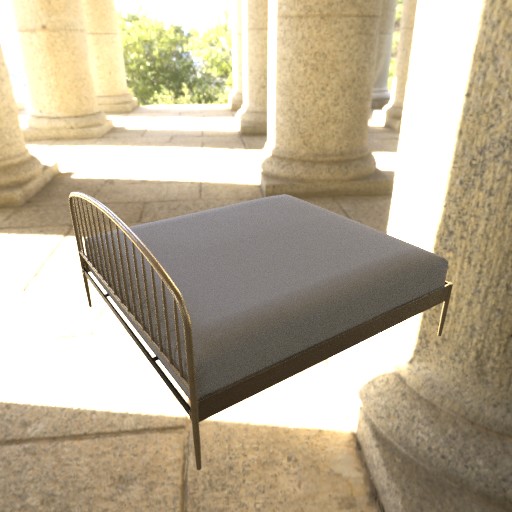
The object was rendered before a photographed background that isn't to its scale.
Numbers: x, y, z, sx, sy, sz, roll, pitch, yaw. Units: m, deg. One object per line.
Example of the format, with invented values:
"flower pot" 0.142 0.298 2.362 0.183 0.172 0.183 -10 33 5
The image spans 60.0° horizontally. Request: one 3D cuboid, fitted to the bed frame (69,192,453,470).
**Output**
"bed frame" 0.000 0.000 3.405 2.152 1.174 2.016 -17 30 -31
